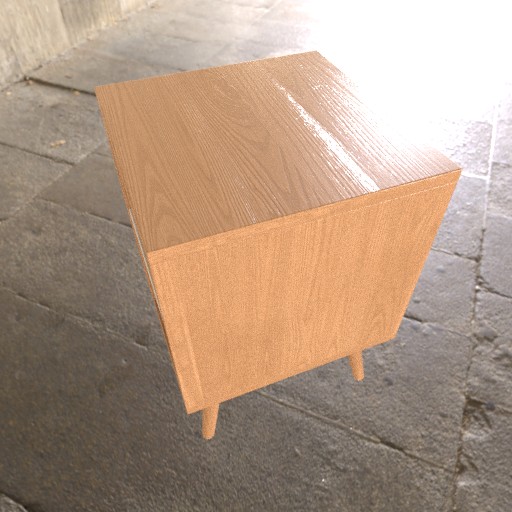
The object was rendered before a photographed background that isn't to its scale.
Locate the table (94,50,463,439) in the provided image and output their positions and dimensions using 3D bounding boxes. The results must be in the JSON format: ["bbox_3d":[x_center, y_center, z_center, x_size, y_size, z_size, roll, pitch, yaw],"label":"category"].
[{"bbox_3d":[0.000,0.000,0.831,0.400,0.550,0.400,-16,48,-15],"label":"table"}]
